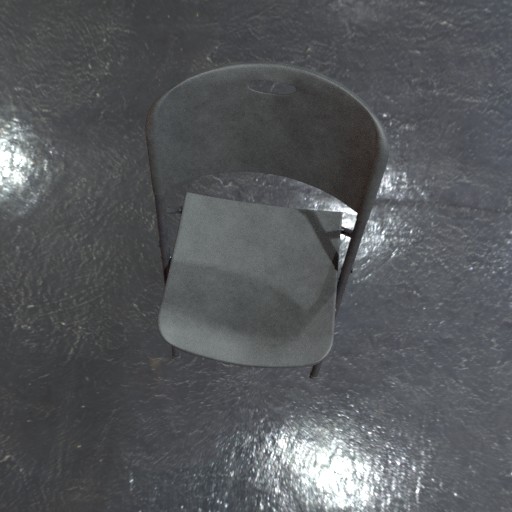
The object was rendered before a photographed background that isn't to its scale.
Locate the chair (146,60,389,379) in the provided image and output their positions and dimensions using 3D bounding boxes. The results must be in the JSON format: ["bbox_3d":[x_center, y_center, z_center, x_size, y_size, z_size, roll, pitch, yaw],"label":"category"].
[{"bbox_3d":[0.000,0.000,1.164,0.494,0.810,0.566,8,74,2],"label":"chair"}]
